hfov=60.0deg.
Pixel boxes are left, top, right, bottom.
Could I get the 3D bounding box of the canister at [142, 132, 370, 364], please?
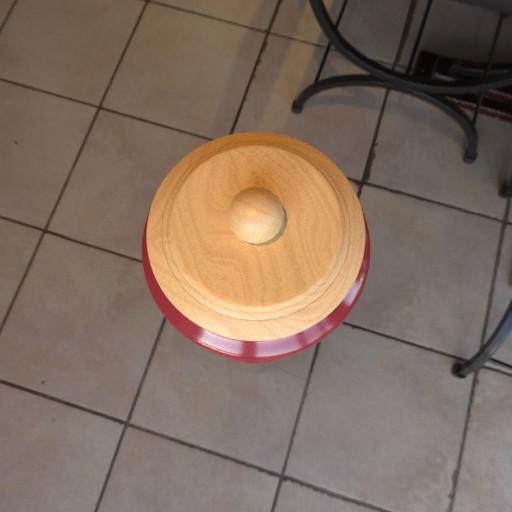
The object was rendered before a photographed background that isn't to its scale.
[{"bbox_3d":[0.000,0.000,0.280,0.130,0.176,0.130,0,75,0],"label":"canister"}]
